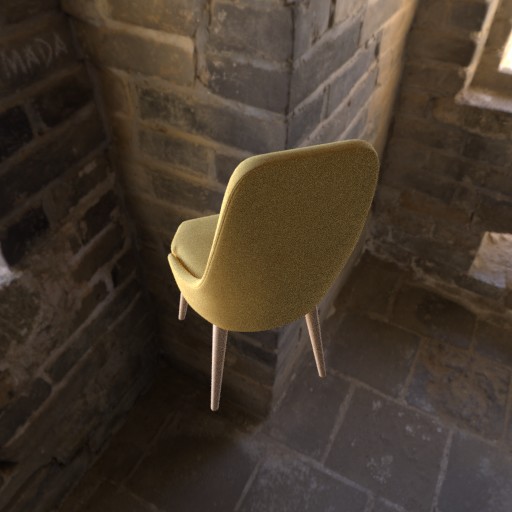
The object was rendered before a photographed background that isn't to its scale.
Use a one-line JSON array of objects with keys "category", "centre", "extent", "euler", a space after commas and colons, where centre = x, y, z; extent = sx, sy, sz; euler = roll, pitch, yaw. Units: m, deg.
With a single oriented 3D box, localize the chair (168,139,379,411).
[{"category": "chair", "centre": [0.000, 0.000, 1.378], "extent": [0.510, 1.040, 0.660], "euler": [-13, 43, -14]}]
